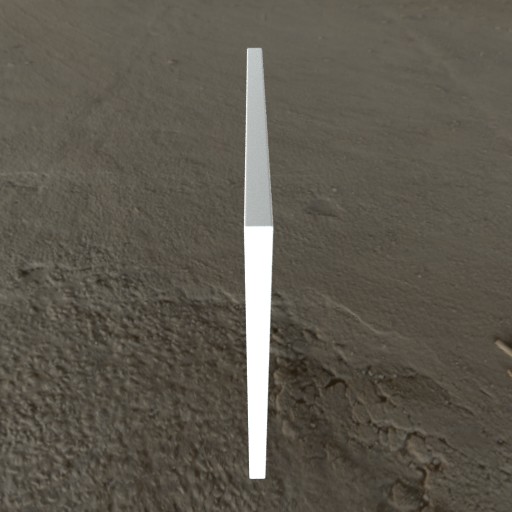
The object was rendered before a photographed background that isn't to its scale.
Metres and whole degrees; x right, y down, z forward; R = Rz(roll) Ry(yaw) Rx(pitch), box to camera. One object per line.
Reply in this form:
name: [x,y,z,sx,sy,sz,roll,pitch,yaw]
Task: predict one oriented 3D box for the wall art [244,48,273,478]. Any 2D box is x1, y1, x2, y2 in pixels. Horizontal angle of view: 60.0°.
wall art: [0.000,0.000,1.099,0.037,0.757,0.757,0,41,0]
